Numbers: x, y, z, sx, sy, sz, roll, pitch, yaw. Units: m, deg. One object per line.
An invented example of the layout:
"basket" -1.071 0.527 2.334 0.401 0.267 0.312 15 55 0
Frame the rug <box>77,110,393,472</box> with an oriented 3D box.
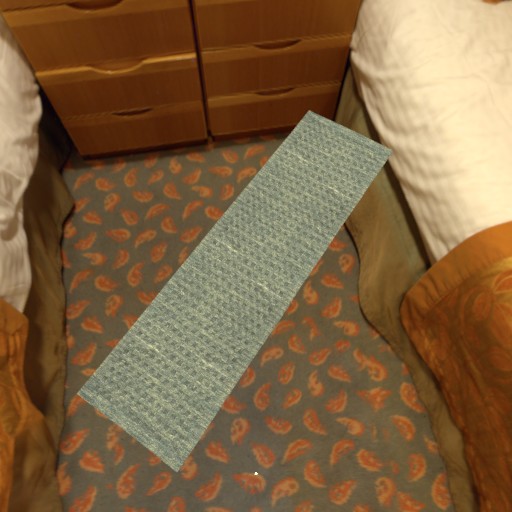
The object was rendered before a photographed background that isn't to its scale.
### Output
"rug" 0.000 0.000 2.747 0.688 0.008 2.443 31 68 14
